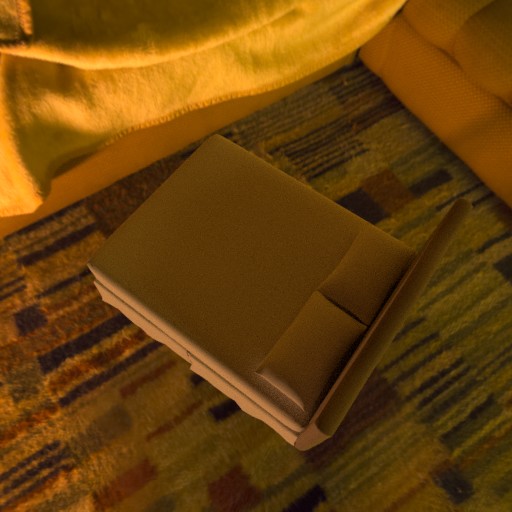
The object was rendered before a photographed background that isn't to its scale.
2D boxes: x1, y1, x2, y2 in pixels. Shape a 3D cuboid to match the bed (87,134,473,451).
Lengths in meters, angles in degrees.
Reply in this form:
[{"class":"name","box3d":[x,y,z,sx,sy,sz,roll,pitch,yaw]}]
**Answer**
[{"class":"bed","box3d":[0.000,0.000,3.287,2.128,1.441,1.744,34,69,15]}]
